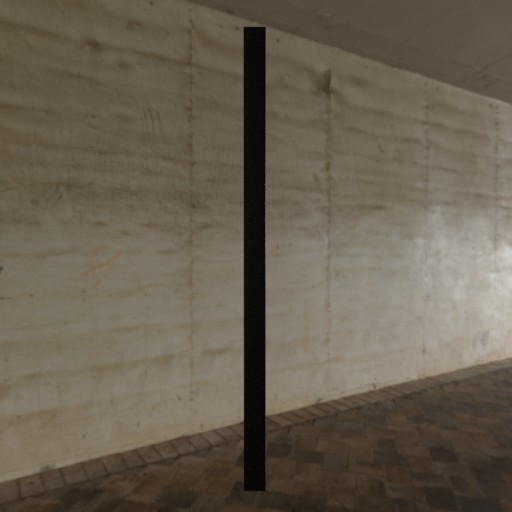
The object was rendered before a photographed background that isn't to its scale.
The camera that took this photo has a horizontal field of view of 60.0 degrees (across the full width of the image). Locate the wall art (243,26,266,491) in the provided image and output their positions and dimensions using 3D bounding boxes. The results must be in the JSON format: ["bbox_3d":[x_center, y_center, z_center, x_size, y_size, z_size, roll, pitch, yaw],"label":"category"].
[{"bbox_3d":[0.000,0.000,1.098,0.036,0.755,0.756,0,2,0],"label":"wall art"}]
